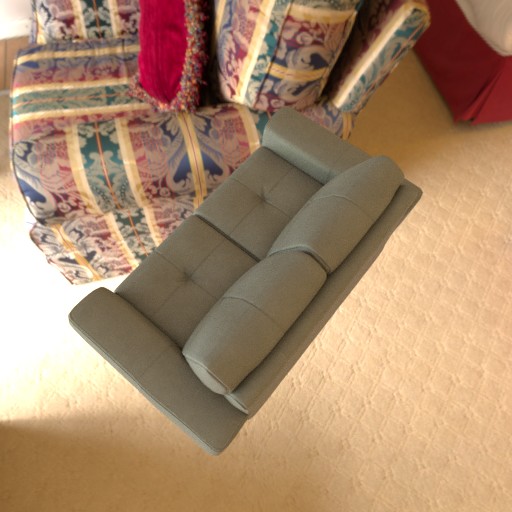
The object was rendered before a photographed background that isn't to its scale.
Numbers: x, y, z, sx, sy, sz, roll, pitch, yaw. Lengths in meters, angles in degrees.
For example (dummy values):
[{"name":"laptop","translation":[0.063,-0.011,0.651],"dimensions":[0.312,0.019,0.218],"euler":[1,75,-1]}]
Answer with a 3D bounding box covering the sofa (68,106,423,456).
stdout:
[{"name":"sofa","translation":[0.000,0.000,2.405],"dimensions":[1.018,0.907,1.806],"euler":[37,70,15]}]
